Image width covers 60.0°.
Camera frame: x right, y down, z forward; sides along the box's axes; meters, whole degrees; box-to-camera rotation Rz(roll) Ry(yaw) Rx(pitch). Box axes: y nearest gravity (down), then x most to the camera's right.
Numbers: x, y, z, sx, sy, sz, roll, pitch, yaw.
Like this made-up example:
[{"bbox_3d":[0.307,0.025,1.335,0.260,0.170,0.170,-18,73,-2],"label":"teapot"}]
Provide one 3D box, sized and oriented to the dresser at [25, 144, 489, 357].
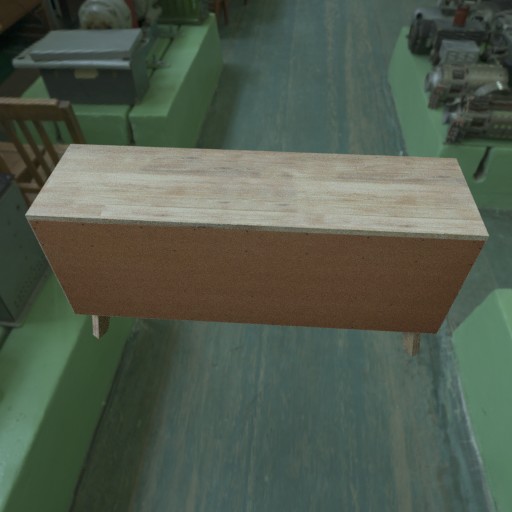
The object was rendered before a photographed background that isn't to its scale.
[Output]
[{"bbox_3d":[0.000,0.000,1.967,1.602,0.788,0.455,3,47,3],"label":"dresser"}]
